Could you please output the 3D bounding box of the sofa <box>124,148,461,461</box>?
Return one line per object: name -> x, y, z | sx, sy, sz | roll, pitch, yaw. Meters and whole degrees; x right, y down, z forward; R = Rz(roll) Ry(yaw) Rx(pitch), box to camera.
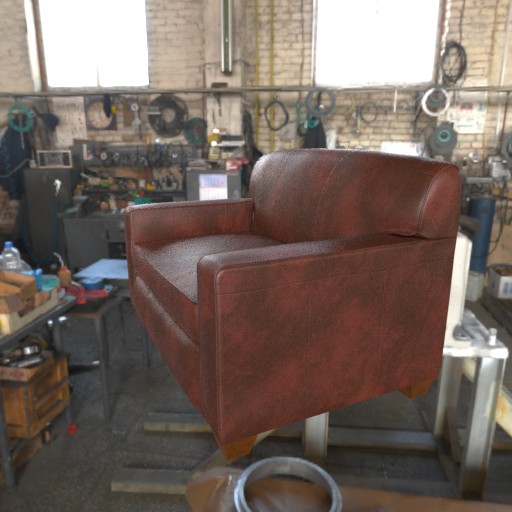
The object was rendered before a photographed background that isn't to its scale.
sofa -> 0.000, 0.000, 2.041 | 1.000, 0.956, 1.413 | -7, 16, -25
